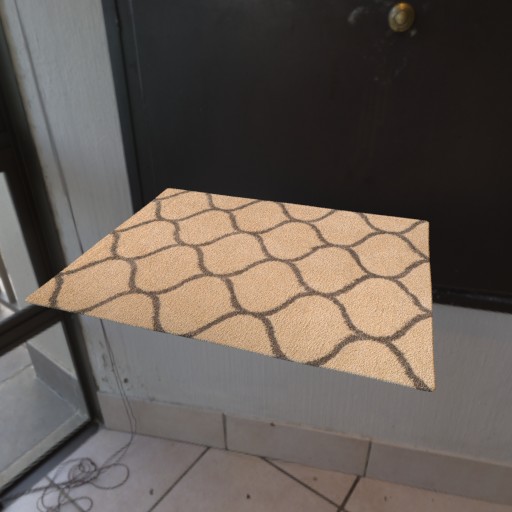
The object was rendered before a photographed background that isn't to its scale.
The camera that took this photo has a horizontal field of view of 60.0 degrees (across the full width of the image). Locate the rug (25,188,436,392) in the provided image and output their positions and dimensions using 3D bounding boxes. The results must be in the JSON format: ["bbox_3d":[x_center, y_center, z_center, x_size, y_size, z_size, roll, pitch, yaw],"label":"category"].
[{"bbox_3d":[0.000,0.000,4.002,3.000,0.026,2.399,9,32,15],"label":"rug"}]
